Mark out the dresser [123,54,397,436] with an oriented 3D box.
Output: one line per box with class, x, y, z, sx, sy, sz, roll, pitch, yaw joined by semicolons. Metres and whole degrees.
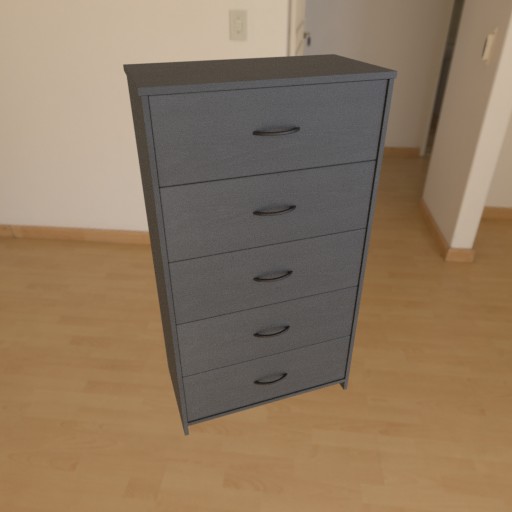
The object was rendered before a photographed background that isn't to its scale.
dresser;0.000;0.000;1.590;0.704;1.255;0.399;-10;33;-16
